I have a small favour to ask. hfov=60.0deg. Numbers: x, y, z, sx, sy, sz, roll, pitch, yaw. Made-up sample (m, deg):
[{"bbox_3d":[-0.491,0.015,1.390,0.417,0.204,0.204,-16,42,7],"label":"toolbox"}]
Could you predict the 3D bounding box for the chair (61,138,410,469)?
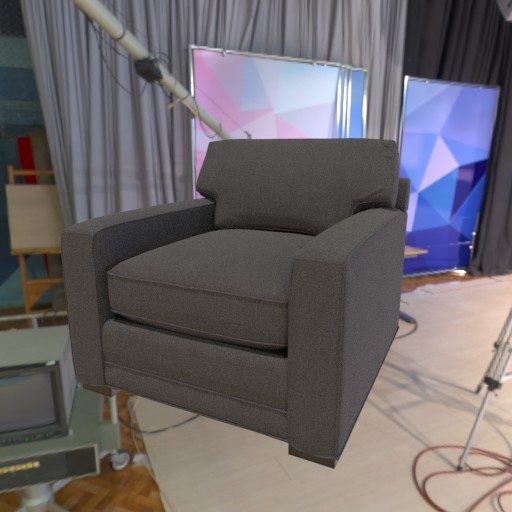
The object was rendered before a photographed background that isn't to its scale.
[{"bbox_3d":[0.000,0.000,1.754,0.997,0.913,1.043,7,15,25],"label":"chair"}]
